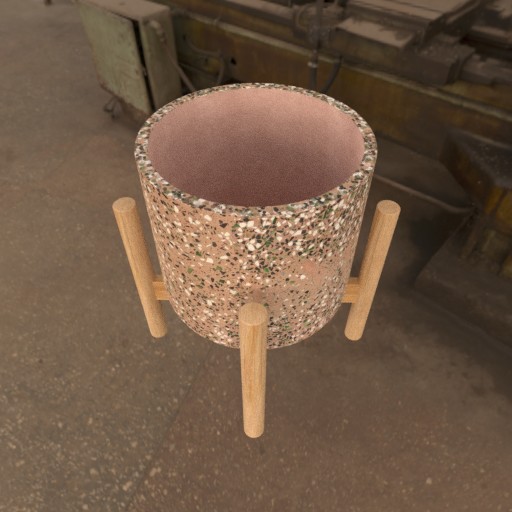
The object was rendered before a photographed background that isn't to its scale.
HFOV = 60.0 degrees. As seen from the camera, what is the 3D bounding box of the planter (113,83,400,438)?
[{"bbox_3d":[0.000,0.000,0.528,0.284,0.320,0.284,18,49,16],"label":"planter"}]
